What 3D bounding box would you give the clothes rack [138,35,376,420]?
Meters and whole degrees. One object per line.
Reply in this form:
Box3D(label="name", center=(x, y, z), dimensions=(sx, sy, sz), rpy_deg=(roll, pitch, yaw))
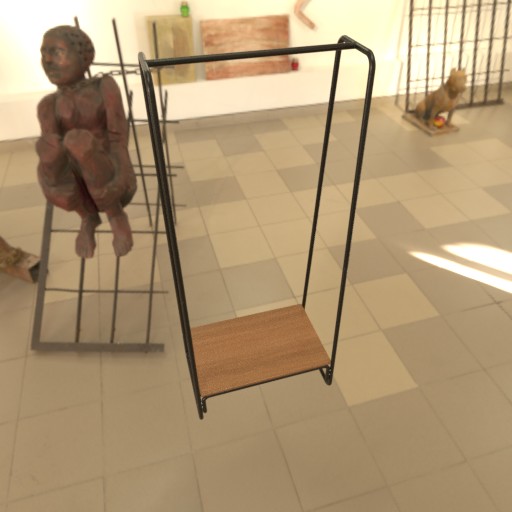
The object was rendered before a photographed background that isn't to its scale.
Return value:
Box3D(label="clothes rack", center=(0.000, 0.000, 1.721), dimensions=(0.640, 1.500, 0.400), rpy_deg=(-11, 41, -13))
